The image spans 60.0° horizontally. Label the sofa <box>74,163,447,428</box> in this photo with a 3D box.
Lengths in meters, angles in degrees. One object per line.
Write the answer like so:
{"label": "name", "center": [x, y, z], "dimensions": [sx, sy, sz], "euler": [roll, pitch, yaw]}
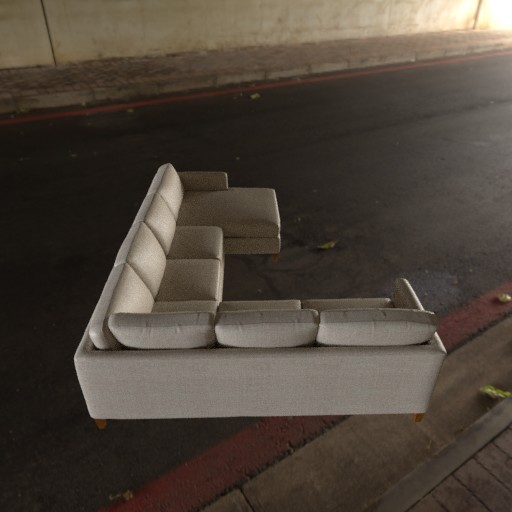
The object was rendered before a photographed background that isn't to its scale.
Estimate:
{"label": "sofa", "center": [0.000, 0.000, 4.594], "dimensions": [2.594, 0.961, 3.460], "euler": [-1, 32, -1]}
